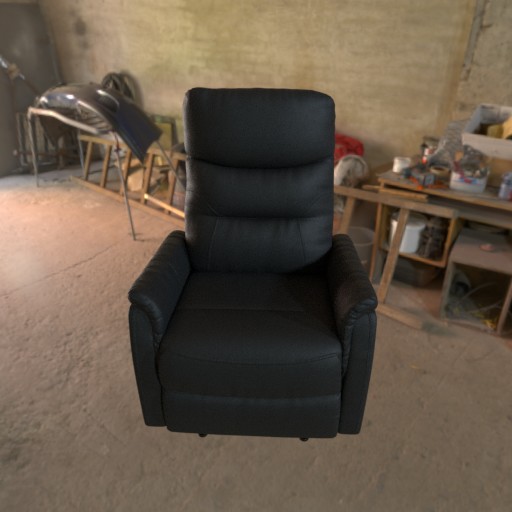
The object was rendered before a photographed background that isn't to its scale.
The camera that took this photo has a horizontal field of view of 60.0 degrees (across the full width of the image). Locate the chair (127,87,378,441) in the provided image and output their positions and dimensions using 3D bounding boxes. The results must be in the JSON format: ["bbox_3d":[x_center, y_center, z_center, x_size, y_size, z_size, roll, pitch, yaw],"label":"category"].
[{"bbox_3d":[0.000,0.000,1.620,0.775,1.082,0.831,1,29,2],"label":"chair"}]
